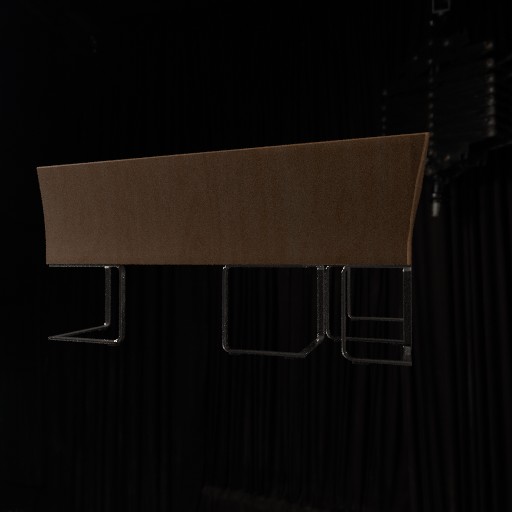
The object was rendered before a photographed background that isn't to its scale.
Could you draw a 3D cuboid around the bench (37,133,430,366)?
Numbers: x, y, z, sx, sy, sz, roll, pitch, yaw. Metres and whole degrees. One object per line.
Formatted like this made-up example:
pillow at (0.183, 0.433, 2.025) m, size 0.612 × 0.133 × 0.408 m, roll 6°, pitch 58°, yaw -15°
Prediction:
bench at (0.000, 0.000, 2.735) m, size 1.945 × 0.930 × 1.495 m, roll 0°, pitch -1°, yaw 19°
